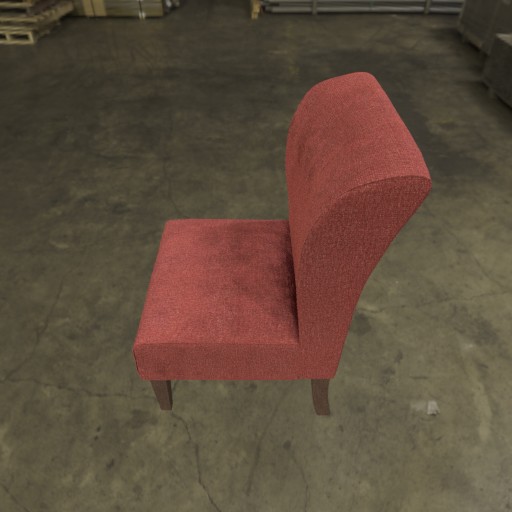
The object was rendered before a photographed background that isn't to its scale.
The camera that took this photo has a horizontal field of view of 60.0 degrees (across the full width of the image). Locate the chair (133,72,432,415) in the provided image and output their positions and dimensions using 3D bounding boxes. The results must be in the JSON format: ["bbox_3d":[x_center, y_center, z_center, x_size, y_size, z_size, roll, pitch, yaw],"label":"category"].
[{"bbox_3d":[0.000,0.000,1.243,0.640,0.846,0.538,0,41,1],"label":"chair"}]
